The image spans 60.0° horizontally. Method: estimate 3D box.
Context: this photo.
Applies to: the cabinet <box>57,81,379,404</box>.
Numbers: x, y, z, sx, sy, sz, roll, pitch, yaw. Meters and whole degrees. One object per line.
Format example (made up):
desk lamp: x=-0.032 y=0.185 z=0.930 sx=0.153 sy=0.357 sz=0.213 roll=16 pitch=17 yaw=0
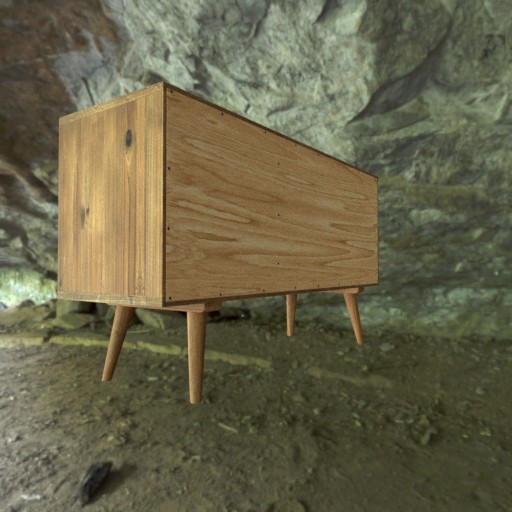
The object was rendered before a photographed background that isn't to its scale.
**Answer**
cabinet: x=0.000 y=0.000 z=1.745 sx=0.472 sy=0.800 sz=1.400 roll=-1 pitch=-2 yaw=36
